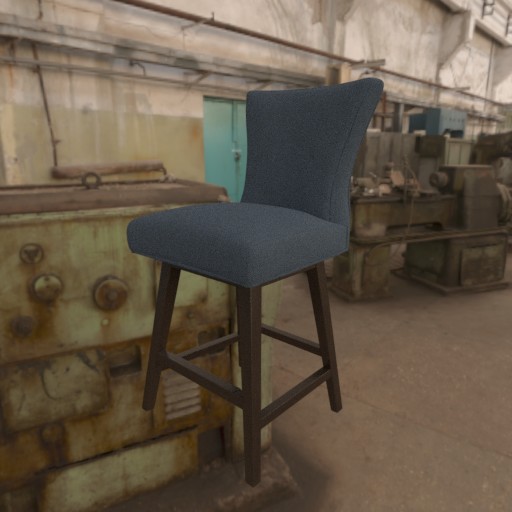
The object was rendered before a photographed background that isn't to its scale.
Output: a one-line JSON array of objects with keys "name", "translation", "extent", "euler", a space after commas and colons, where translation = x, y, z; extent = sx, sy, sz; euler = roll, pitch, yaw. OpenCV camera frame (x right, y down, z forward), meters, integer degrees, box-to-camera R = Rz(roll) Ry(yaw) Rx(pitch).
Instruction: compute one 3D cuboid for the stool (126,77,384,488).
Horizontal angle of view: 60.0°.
[{"name": "stool", "translation": [0.000, 0.000, 1.324], "extent": [0.514, 1.000, 0.574], "euler": [13, 19, 42]}]
